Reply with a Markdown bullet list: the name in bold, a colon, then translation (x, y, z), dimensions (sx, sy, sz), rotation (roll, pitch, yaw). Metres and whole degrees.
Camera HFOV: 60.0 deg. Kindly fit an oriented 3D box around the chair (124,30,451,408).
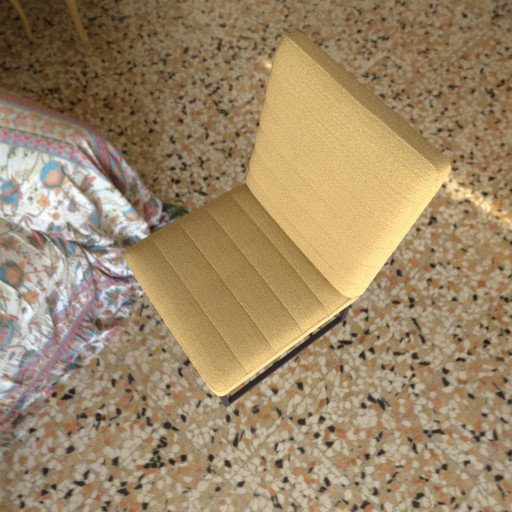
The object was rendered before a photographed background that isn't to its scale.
- **chair**: translation (0.000, 0.000, 1.293), dimensions (0.634, 0.930, 0.520), rotation (-33, 68, -15)
